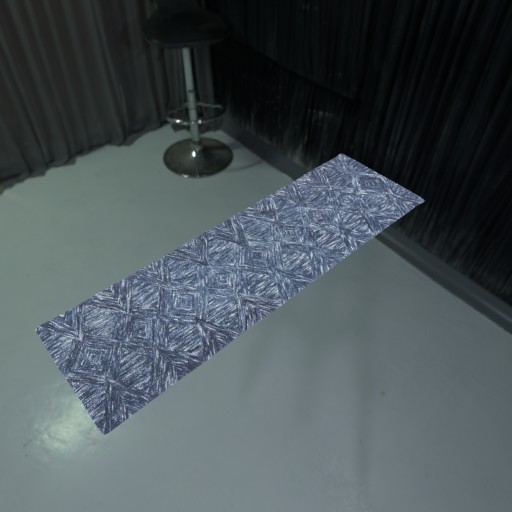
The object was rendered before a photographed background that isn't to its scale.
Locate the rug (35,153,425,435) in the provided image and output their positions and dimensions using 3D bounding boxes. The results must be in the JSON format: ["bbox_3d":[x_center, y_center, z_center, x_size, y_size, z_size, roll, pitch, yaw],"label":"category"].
[{"bbox_3d":[0.000,0.000,2.532,2.306,0.013,0.719,-33,55,-27],"label":"rug"}]
